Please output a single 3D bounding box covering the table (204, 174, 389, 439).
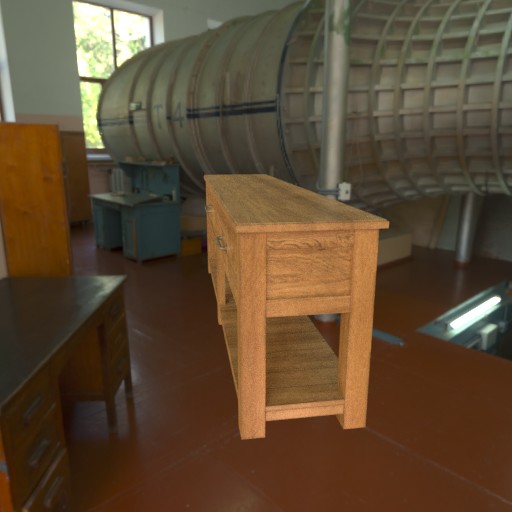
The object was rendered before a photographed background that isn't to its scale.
[{"bbox_3d":[0.000,0.000,2.085,0.425,0.635,1.815,-2,14,-9],"label":"table"}]
